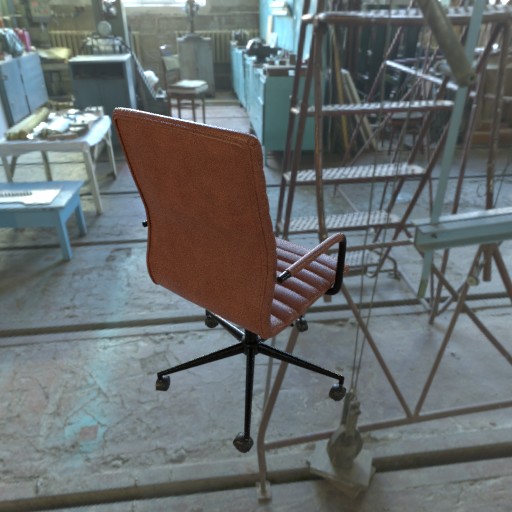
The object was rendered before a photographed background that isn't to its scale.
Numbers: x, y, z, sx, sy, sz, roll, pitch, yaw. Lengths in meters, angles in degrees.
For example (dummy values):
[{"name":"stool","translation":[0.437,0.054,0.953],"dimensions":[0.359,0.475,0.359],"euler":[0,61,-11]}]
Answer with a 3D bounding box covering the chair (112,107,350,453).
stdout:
[{"name":"chair","translation":[0.000,0.000,1.281],"dimensions":[0.600,0.878,0.578],"euler":[21,36,32]}]
